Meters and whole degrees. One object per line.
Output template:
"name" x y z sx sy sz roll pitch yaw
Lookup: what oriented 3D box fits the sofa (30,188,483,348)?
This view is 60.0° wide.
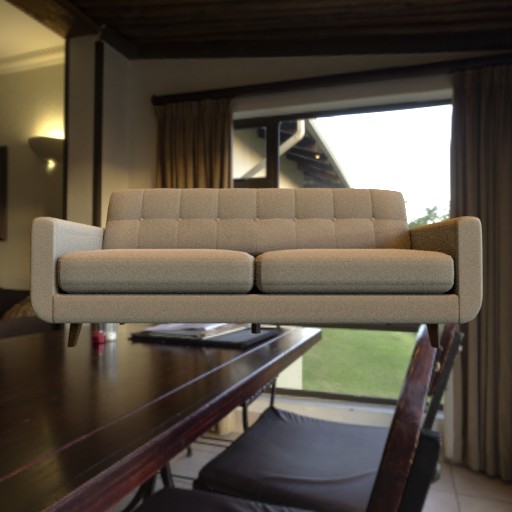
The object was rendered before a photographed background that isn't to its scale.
"sofa" 0.000 0.000 2.556 2.137 0.892 0.980 0 -1 1
